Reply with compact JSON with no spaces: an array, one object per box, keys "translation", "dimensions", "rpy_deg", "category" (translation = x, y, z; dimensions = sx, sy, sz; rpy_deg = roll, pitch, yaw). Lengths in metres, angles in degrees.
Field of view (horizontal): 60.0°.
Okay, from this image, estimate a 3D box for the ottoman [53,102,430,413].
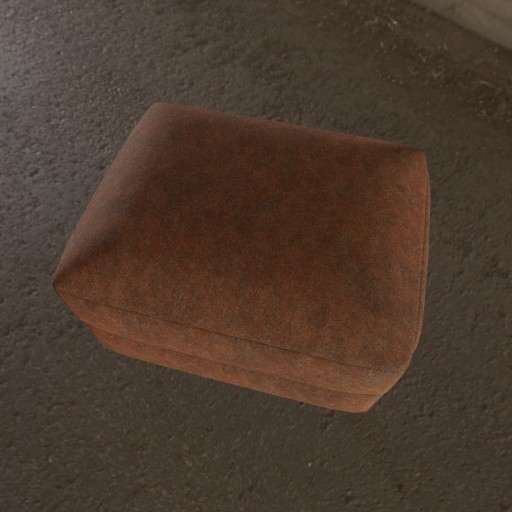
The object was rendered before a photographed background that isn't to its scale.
[{"translation":[0.000,0.000,1.159],"dimensions":[0.787,0.508,0.635],"rpy_deg":[12,59,8],"category":"ottoman"}]
